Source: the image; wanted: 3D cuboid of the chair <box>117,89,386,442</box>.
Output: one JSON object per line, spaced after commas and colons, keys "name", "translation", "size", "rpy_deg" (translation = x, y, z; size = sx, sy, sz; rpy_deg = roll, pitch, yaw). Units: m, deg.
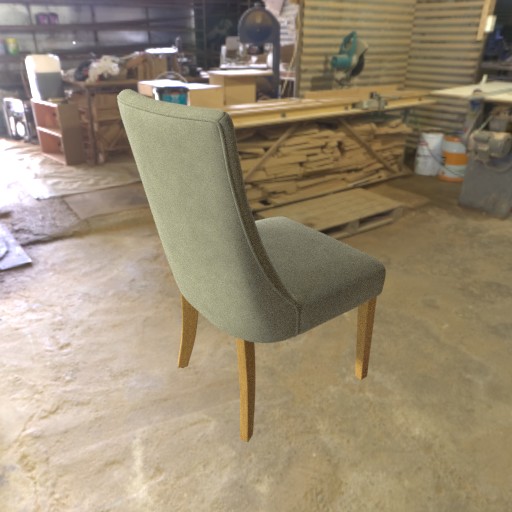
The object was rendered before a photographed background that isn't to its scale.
{"name": "chair", "translation": [0.000, 0.000, 1.279], "size": [0.610, 0.902, 0.495], "rpy_deg": [-18, 32, -32]}
